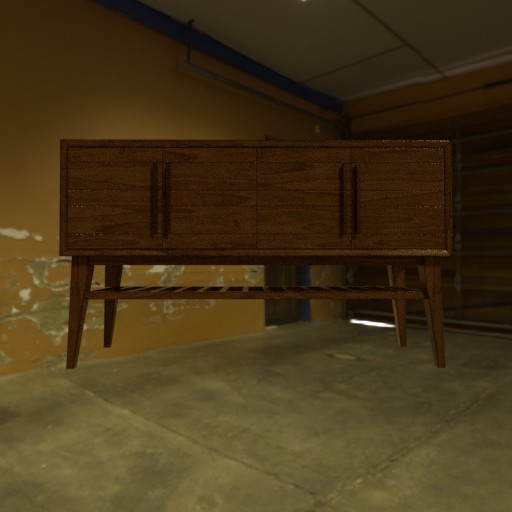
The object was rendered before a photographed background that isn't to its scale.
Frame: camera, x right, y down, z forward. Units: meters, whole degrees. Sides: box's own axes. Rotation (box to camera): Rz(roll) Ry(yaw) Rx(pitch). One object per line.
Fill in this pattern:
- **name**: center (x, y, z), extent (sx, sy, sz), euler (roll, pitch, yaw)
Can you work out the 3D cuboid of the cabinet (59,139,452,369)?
- **cabinet**: center (0.000, 0.000, 1.763), extent (1.363, 0.802, 0.477), euler (0, -1, -1)
